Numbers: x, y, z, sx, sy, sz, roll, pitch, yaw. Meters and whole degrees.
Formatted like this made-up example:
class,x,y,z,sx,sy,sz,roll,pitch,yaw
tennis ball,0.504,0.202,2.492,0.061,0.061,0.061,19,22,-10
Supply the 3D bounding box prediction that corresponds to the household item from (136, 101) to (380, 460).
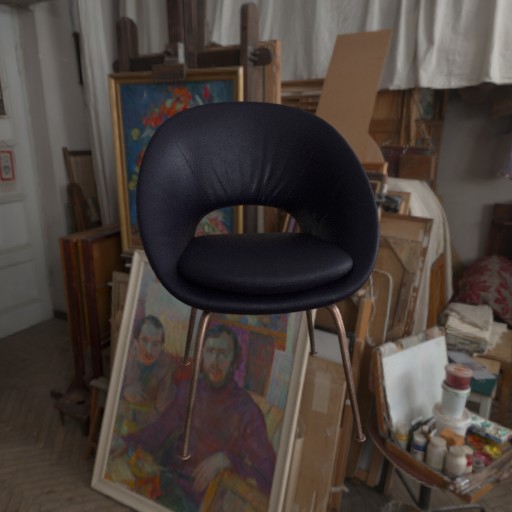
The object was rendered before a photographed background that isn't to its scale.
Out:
class,x,y,z,sx,sy,sz,roll,pitch,yaw
household item,0.000,0.000,1.248,0.623,0.852,0.573,-2,16,-8
